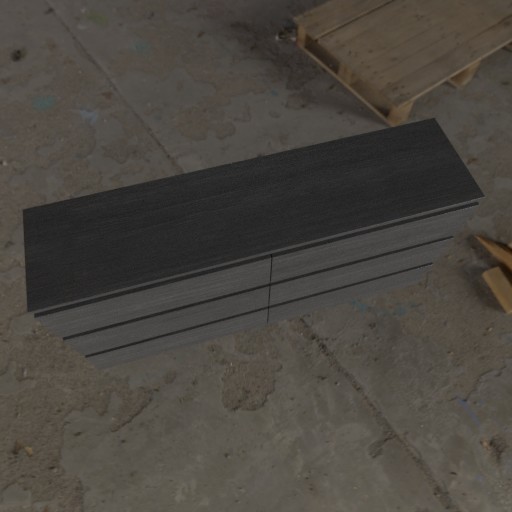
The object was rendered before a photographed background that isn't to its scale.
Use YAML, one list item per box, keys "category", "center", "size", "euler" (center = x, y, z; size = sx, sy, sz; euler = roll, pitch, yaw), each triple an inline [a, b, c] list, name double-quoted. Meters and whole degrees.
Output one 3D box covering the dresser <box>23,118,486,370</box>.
- category: "dresser"
  center: [0.000, 0.000, 1.919]
  size: [1.590, 0.795, 0.400]
  euler: [-14, 63, -7]
